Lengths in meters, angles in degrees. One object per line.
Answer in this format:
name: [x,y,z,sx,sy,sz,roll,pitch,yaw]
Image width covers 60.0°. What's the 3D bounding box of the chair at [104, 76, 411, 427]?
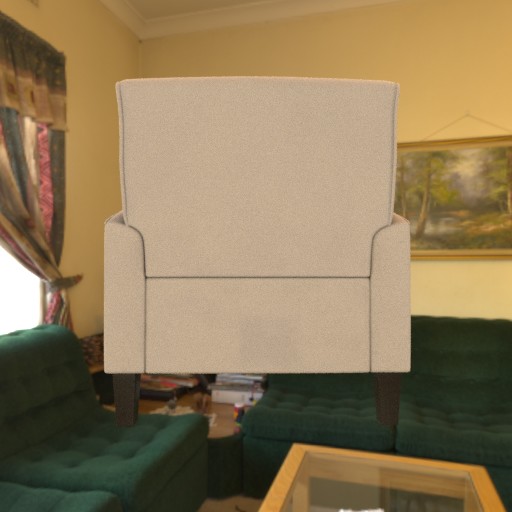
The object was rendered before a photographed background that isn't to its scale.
chair: [0.000,0.000,1.518,0.820,0.915,0.821,0,-1,-1]
